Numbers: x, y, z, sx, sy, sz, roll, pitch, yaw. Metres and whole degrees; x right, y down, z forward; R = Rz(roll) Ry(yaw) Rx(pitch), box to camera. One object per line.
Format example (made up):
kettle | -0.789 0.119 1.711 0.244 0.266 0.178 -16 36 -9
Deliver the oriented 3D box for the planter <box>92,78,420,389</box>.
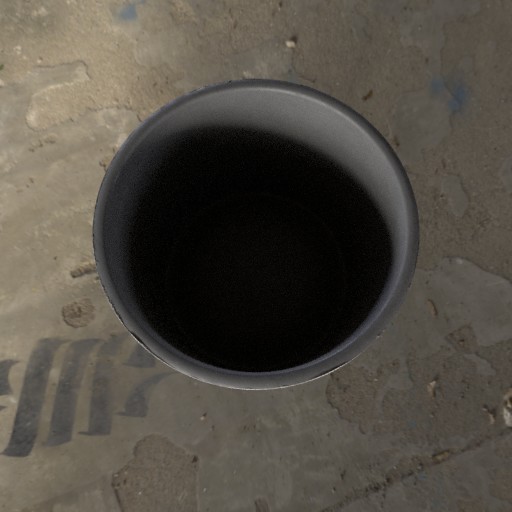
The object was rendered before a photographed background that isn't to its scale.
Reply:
planter | 0.000 0.000 0.442 0.254 0.221 0.254 0 75 0
